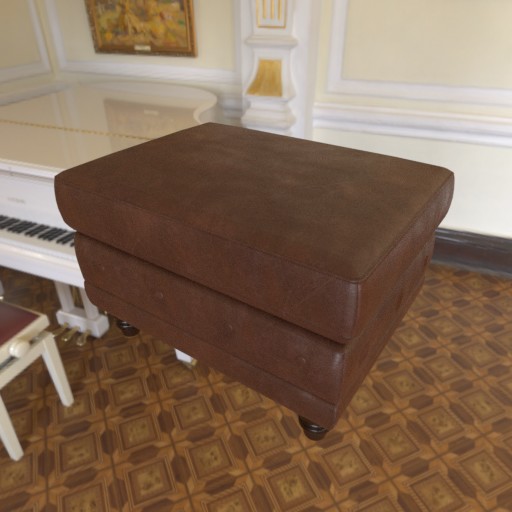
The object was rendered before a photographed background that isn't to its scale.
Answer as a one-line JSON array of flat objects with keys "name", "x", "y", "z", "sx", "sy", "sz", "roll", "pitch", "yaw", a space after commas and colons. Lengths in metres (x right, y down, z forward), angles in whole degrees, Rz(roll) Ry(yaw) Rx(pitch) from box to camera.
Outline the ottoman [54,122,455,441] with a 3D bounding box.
[{"name": "ottoman", "x": 0.000, "y": 0.000, "z": 1.171, "sx": 0.795, "sy": 0.509, "sz": 0.588, "roll": 20, "pitch": 36, "yaw": 29}]
